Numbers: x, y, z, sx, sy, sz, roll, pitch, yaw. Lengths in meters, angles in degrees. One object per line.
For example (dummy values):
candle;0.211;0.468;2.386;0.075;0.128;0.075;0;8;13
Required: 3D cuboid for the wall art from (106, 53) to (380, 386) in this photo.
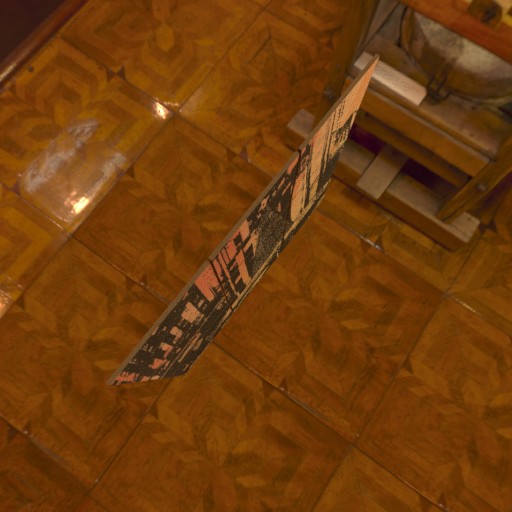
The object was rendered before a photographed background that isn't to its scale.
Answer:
wall art;0.000;0.000;1.373;0.010;0.917;0.919;37;79;8
